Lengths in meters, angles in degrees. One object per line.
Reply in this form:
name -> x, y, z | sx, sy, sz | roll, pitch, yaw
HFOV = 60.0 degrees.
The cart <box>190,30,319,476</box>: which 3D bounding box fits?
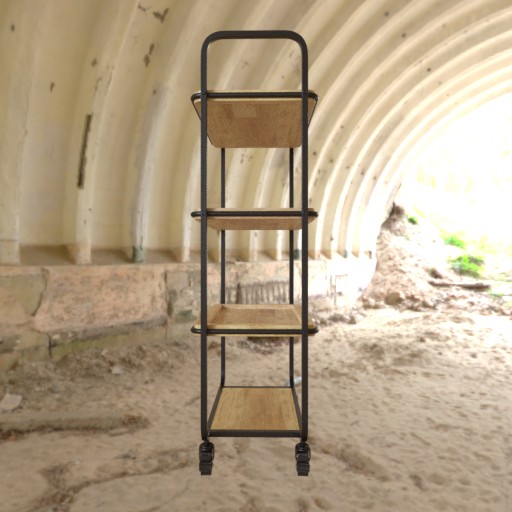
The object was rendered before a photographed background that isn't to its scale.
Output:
cart -> 0.000, 0.000, 1.313 | 0.321, 1.080, 0.545 | 0, 0, 1
